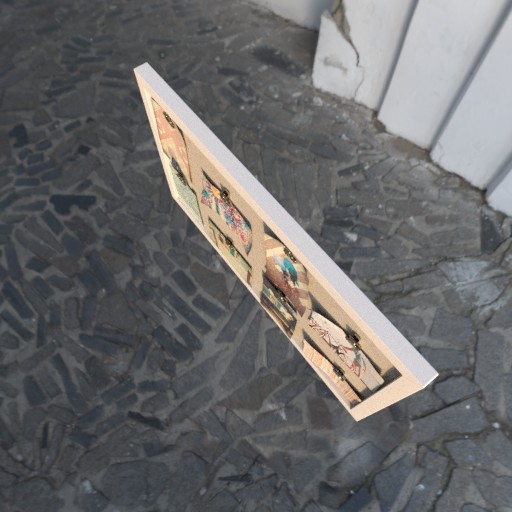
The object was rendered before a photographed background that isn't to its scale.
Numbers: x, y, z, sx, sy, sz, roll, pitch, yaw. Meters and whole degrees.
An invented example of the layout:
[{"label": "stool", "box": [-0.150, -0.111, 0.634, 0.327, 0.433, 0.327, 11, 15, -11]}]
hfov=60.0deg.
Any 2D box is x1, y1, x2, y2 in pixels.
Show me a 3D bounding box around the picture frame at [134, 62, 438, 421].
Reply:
[{"label": "picture frame", "box": [0.000, 0.000, 0.791, 0.044, 0.379, 0.647, -35, 69, -15]}]
